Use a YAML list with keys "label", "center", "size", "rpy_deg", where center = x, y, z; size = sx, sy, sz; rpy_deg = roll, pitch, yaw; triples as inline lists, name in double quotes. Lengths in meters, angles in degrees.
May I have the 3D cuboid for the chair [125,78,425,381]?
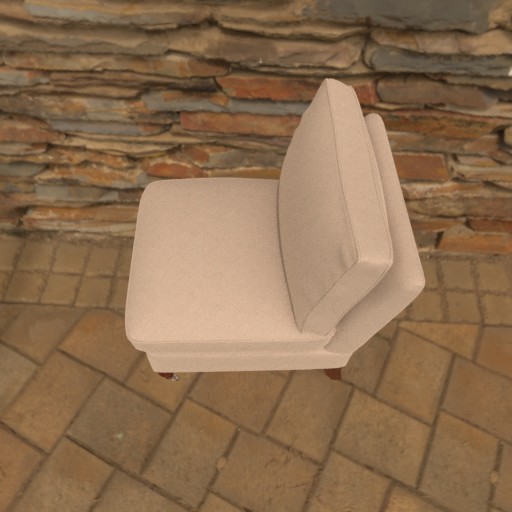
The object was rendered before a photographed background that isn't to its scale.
- label: "chair"
  center: [0.000, 0.000, 1.683]
  size: [0.912, 1.052, 0.724]
  rpy_deg: [-2, 58, -1]
